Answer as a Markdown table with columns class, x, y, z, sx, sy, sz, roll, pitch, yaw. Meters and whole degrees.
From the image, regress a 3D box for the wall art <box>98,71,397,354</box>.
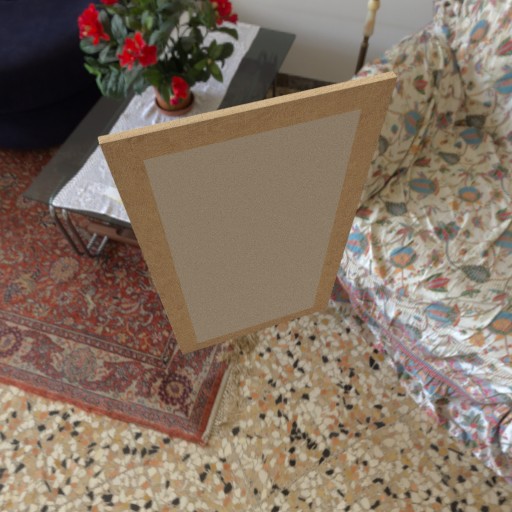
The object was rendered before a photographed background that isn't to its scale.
| class | x | y | z | sx | sy | sz | roll | pitch | yaw |
| --- | --- | --- | --- | --- | --- | --- | --- | --- | --- |
| wall art | 0.000 | 0.000 | 0.829 | 0.381 | 0.683 | 0.013 | -16 | 59 | -10 |
